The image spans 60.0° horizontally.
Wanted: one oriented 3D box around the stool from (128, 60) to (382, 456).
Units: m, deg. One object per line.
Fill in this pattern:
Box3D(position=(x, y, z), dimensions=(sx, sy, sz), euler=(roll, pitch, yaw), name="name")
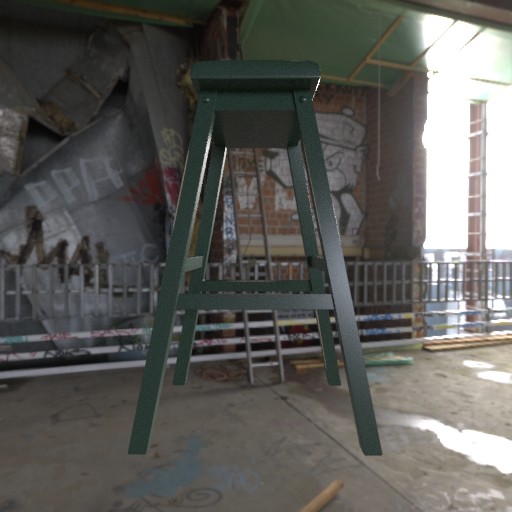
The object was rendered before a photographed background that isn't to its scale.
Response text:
Box3D(position=(0.000, 0.000, 1.050), dimensions=(0.476, 0.737, 0.457), euler=(0, 1, 1), name="stool")
